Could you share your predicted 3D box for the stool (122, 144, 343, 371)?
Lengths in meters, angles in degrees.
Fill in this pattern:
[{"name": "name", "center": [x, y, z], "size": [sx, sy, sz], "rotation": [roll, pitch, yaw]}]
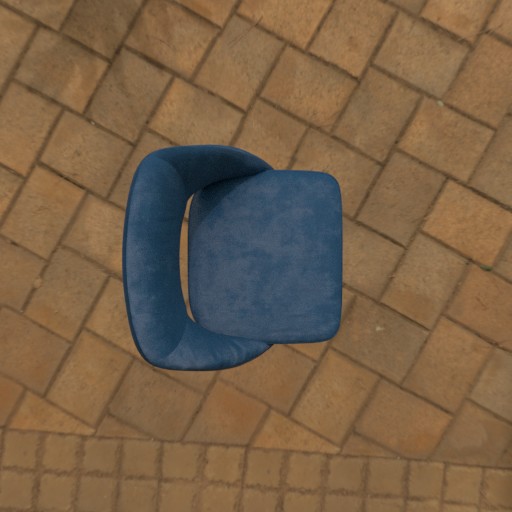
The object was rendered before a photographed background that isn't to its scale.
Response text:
[{"name": "stool", "center": [0.000, 0.000, 1.325], "size": [0.515, 1.016, 0.514], "rotation": [0, 91, 0]}]
